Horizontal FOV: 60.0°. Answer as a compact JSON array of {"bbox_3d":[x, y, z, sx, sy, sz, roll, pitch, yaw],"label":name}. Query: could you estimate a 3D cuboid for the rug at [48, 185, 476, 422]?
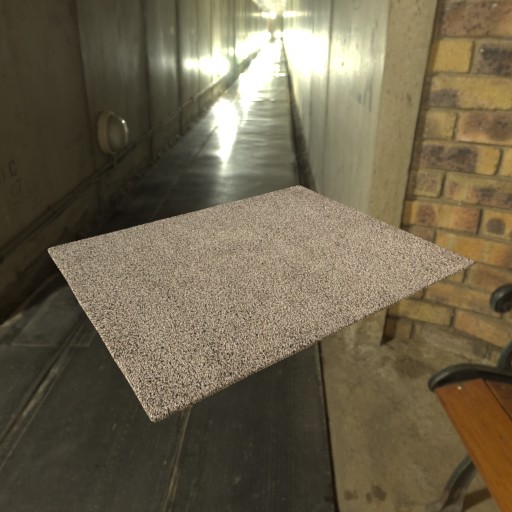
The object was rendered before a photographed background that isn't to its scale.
[{"bbox_3d":[0.000,0.000,4.015,3.047,0.029,2.438,-18,34,-30],"label":"rug"}]
